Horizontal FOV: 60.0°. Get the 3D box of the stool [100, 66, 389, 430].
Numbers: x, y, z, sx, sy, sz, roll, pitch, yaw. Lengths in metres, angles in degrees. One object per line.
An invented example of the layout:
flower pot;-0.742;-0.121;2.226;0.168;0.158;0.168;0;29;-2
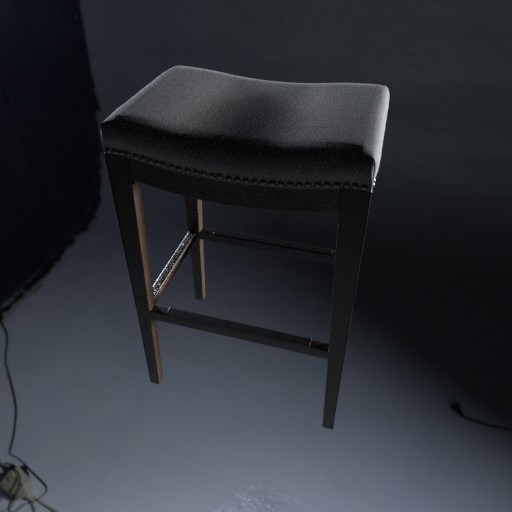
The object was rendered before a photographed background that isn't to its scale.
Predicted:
stool;0.000;0.000;1.063;0.508;0.762;0.356;11;42;12
